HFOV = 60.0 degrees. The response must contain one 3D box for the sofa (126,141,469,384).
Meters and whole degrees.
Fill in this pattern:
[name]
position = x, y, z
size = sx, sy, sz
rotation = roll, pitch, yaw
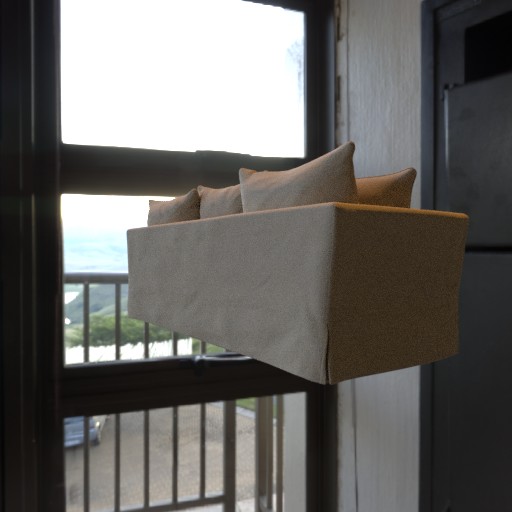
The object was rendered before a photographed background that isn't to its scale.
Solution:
[sofa]
position = 0.000, 0.000, 3.060
size = 1.046, 1.047, 2.499
rotation = 0, 0, -35
